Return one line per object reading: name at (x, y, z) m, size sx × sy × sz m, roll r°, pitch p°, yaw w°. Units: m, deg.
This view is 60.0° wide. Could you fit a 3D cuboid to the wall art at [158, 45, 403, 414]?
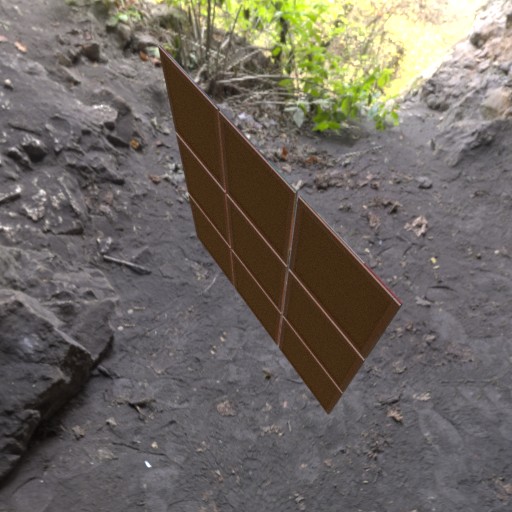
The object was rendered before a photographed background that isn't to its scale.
wall art at (0.000, 0.000, 2.281) m, size 0.013 × 1.519 × 1.521 m, roll -30°, pitch 63°, yaw -17°
